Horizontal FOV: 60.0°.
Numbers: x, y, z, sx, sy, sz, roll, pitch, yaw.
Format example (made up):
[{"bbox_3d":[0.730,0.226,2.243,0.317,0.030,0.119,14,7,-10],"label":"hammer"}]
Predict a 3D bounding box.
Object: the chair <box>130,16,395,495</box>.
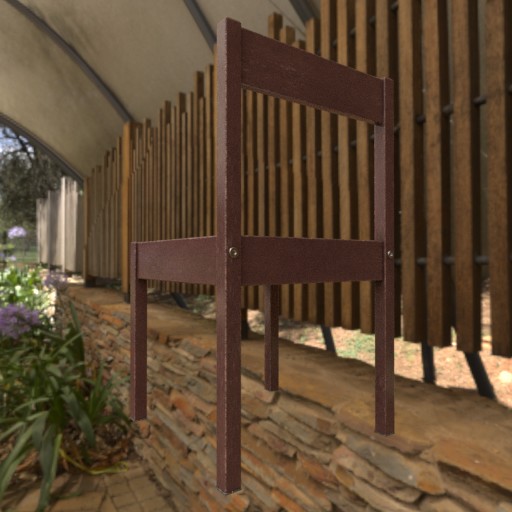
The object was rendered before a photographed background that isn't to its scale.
[{"bbox_3d":[0.000,0.000,0.663,0.285,0.505,0.285,0,-1,-36],"label":"chair"}]
